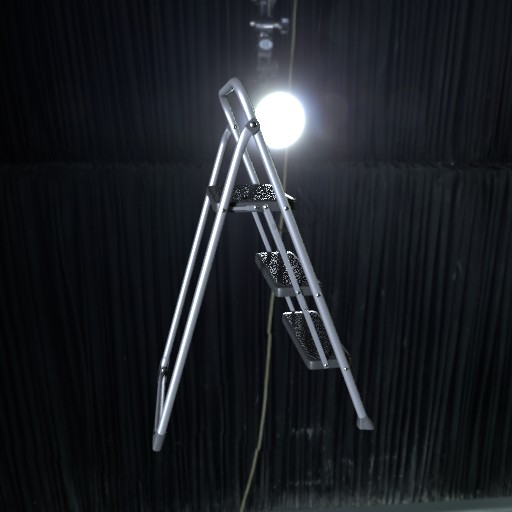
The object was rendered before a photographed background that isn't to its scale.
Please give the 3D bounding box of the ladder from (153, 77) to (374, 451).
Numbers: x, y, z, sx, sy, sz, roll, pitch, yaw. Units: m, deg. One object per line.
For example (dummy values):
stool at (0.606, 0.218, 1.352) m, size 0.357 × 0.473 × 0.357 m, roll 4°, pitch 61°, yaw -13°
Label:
ladder at (0.000, 0.000, 1.301) m, size 0.629 × 0.945 × 0.430 m, roll -3°, pitch 16°, yaw -9°
